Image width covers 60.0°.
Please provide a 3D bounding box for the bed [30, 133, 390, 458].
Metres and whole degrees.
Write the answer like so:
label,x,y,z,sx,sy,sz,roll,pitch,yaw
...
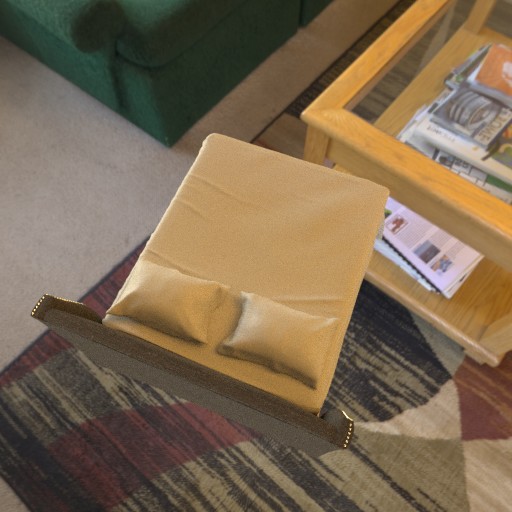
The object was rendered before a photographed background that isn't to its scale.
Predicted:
label,x,y,z,sx,sy,sz,roll,pitch,yaw
bed,0.000,0.000,3.412,1.925,1.332,2.276,20,66,9
